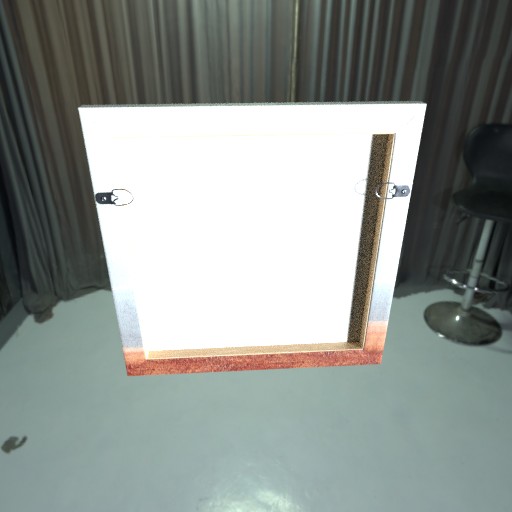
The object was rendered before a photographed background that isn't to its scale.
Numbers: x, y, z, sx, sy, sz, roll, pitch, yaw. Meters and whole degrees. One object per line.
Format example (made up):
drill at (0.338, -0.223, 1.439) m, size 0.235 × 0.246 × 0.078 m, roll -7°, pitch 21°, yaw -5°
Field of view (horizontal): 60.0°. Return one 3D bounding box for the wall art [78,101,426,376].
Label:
wall art at (0.000, 0.000, 1.158) m, size 0.760 × 0.760 × 0.042 m, roll -2°, pitch 28°, yaw -3°
